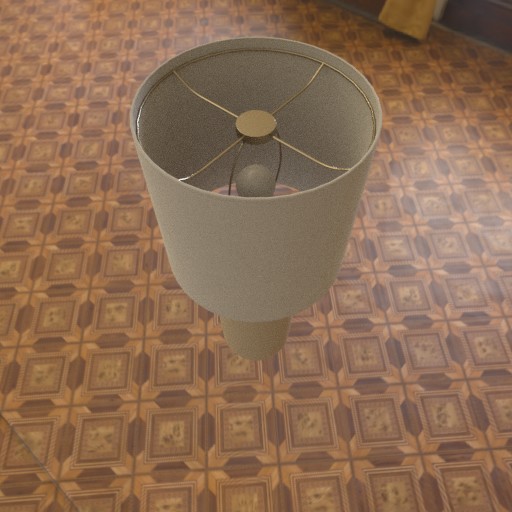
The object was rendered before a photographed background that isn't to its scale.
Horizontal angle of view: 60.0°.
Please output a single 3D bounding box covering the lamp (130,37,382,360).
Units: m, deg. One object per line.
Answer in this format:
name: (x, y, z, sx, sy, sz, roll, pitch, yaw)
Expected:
lamp: (0.000, 0.000, 0.588, 0.220, 0.475, 0.220, -31, 61, -19)
